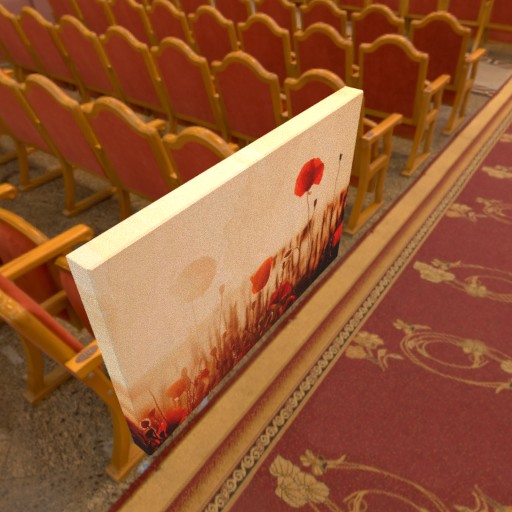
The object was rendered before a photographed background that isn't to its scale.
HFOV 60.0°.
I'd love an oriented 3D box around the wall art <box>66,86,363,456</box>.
[{"bbox_3d":[0.000,0.000,0.770,0.040,0.402,0.613,26,47,27],"label":"wall art"}]
